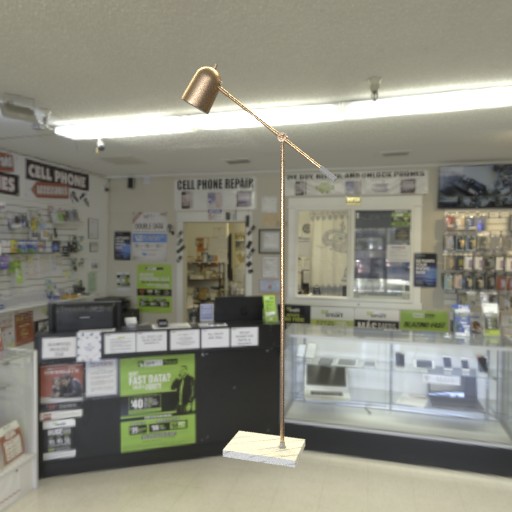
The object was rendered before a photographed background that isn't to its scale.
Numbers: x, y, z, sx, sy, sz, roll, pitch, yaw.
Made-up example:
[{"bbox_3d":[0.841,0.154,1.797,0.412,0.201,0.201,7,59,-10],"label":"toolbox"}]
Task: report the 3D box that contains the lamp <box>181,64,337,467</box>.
[{"bbox_3d":[0.000,0.000,1.806,0.653,1.594,0.194,0,1,17],"label":"lamp"}]
